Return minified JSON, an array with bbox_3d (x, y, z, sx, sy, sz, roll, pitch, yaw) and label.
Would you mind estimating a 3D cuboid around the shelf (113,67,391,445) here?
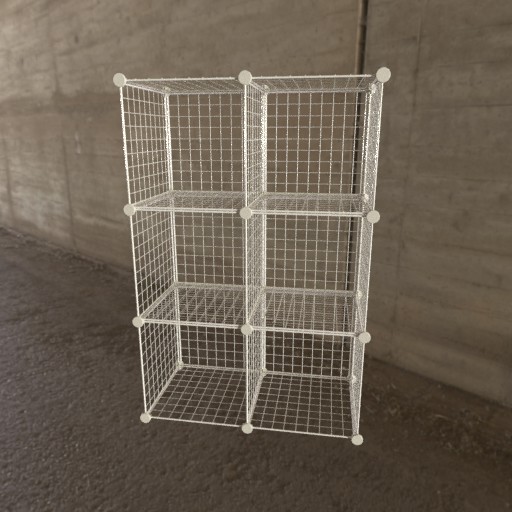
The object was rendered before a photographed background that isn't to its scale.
[{"bbox_3d":[0.000,0.000,1.427,0.711,1.067,0.356,2,16,9],"label":"shelf"}]
